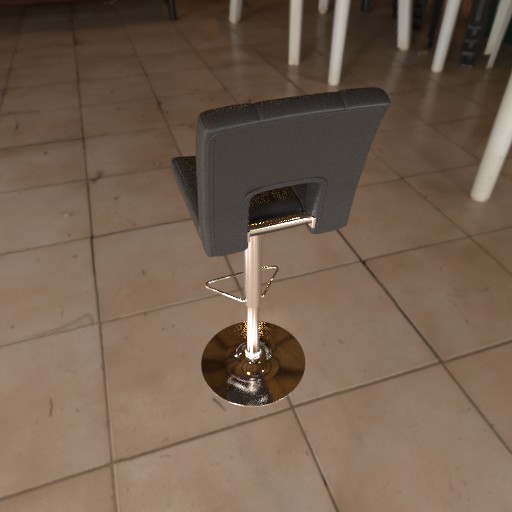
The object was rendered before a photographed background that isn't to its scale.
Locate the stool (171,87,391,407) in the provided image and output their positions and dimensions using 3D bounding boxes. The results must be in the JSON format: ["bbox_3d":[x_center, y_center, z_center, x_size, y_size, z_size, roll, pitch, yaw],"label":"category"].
[{"bbox_3d":[0.000,0.000,1.374,0.415,1.151,0.520,-13,42,-15],"label":"stool"}]
